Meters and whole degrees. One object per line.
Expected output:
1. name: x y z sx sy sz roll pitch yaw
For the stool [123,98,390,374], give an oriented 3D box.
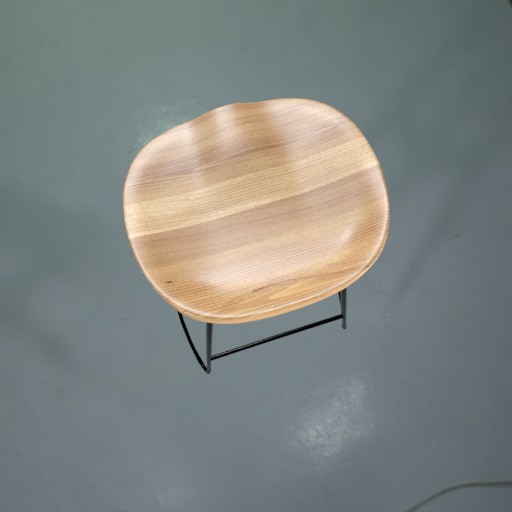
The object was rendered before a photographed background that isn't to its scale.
1. stool: 0.000 0.000 0.983 0.480 0.679 0.401 -17 75 -5
